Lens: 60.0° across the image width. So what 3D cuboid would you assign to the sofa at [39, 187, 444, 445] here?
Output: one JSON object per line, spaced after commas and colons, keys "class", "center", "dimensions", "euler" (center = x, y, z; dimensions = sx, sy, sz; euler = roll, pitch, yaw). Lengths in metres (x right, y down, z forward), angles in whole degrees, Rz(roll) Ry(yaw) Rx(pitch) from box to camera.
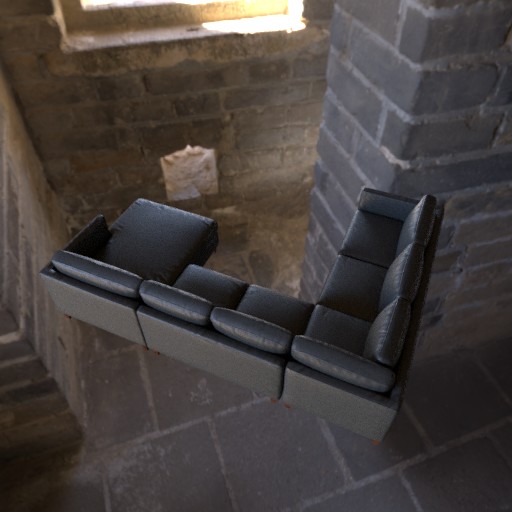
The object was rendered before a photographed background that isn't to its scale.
{"class": "sofa", "center": [0.000, 0.000, 4.735], "dimensions": [3.460, 0.923, 2.593], "euler": [18, 49, 16]}
